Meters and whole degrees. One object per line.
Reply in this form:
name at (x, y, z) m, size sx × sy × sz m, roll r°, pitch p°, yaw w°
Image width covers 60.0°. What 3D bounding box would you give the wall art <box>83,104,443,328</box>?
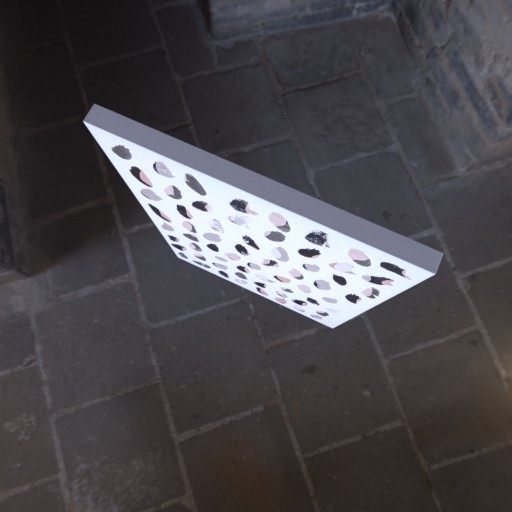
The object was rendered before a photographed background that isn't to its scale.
wall art at (0.000, 0.000, 0.758) m, size 0.405 × 0.608 × 0.025 m, roll 24°, pitch 77°, yaw 6°
